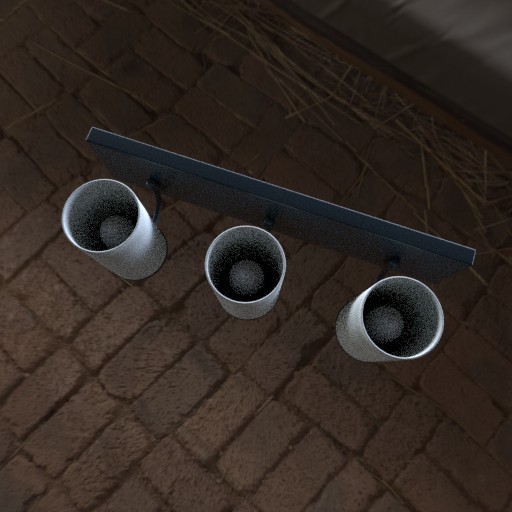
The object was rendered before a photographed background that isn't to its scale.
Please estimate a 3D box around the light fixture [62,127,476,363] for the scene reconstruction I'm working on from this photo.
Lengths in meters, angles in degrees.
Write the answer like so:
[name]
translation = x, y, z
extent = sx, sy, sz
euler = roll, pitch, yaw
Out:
[light fixture]
translation = 0.000, 0.000, 0.525
extent = 0.451, 0.172, 0.145
euler = 19, 77, 5
